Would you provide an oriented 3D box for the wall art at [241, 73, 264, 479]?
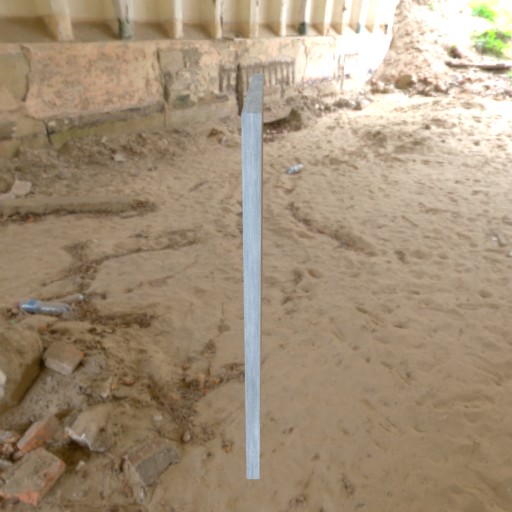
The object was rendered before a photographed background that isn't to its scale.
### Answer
[{"bbox_3d":[0.000,0.000,0.812,0.022,0.582,0.479,1,27,1],"label":"wall art"}]
